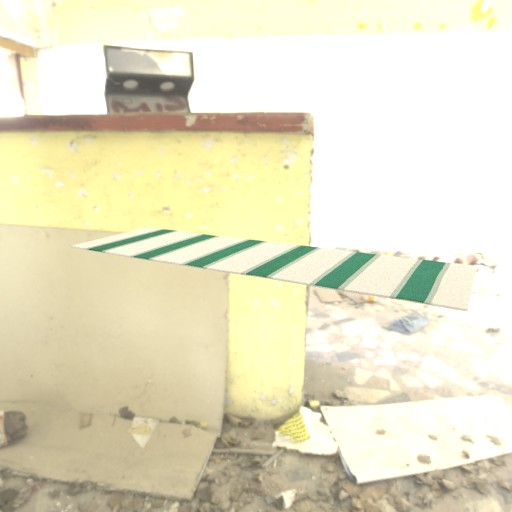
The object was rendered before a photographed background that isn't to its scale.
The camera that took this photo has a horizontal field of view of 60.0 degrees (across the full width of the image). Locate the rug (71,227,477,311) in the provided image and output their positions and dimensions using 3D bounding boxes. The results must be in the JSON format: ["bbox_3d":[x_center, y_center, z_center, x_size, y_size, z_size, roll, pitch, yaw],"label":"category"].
[{"bbox_3d":[0.000,0.000,2.749,2.438,0.012,0.768,8,16,27],"label":"rug"}]
